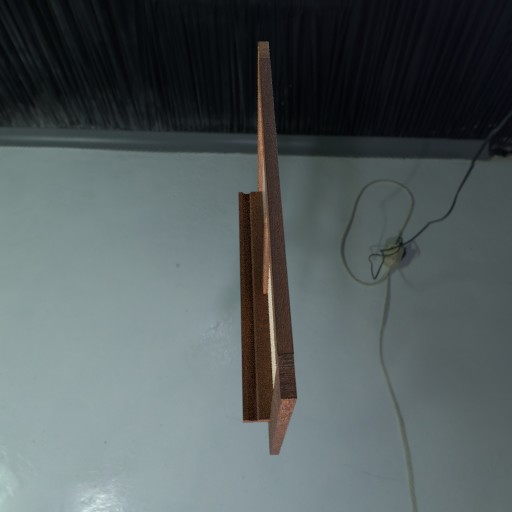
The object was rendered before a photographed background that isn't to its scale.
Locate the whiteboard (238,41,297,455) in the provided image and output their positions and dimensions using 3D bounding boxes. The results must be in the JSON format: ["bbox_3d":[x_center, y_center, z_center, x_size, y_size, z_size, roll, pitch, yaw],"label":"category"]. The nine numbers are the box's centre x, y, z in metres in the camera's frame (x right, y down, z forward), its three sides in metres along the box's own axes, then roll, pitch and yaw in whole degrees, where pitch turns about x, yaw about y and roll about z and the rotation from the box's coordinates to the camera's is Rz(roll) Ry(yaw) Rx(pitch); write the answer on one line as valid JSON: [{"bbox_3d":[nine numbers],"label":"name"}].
[{"bbox_3d":[0.000,0.000,1.028,0.083,0.559,0.783,-2,59,-1],"label":"whiteboard"}]
